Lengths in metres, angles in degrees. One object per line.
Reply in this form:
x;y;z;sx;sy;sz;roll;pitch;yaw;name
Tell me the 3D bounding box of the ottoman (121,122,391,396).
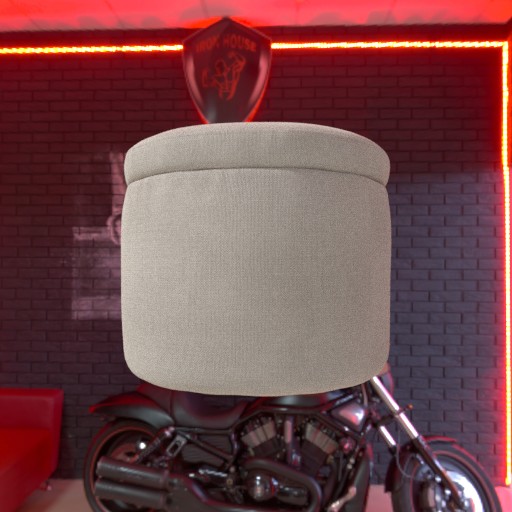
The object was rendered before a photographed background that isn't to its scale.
0.000;0.000;0.854;0.497;0.409;0.497;0;-1;0;ottoman
